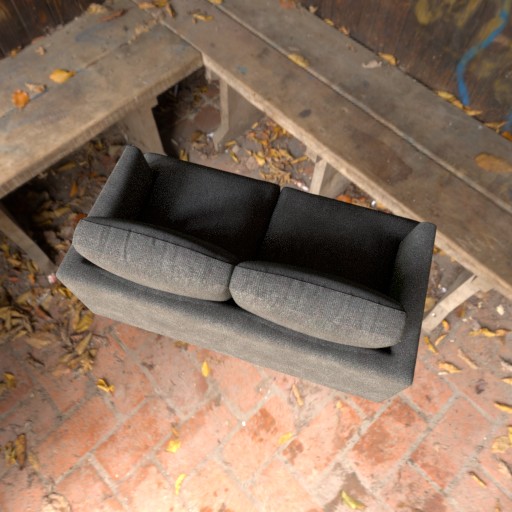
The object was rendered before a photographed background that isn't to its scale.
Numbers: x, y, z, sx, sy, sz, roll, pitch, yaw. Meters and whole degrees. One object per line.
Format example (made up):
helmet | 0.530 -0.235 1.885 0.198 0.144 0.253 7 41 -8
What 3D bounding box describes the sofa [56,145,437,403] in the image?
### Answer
sofa | 0.000 0.000 2.182 1.582 0.956 0.903 16 65 7
